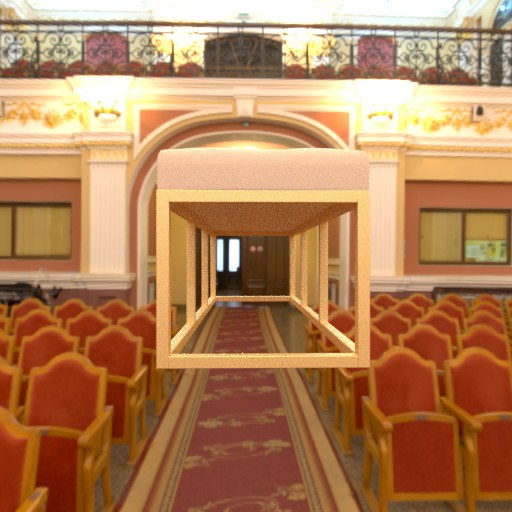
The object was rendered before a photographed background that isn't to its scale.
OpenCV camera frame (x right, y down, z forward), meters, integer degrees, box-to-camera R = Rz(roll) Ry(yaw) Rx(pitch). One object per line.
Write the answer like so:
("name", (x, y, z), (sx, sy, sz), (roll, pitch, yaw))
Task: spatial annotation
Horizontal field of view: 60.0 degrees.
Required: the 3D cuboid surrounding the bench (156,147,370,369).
("bench", (0.000, 0.000, 1.680), (0.457, 0.484, 1.473), (0, 0, -1))
